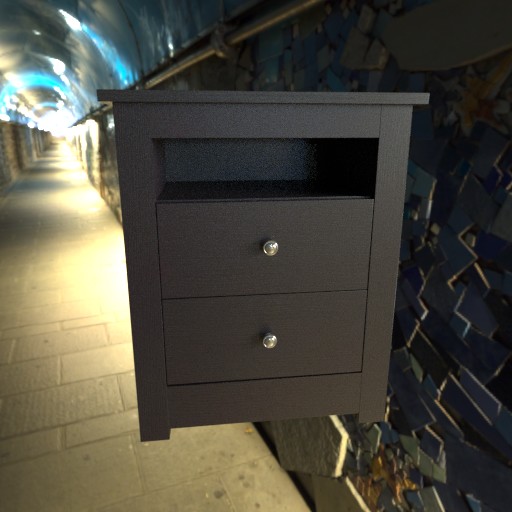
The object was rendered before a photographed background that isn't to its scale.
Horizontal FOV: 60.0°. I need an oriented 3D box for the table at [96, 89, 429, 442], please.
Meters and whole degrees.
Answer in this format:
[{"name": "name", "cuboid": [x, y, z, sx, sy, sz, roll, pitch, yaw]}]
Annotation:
[{"name": "table", "cuboid": [0.000, 0.000, 1.062, 0.589, 0.711, 0.408, -2, 16, -7]}]
